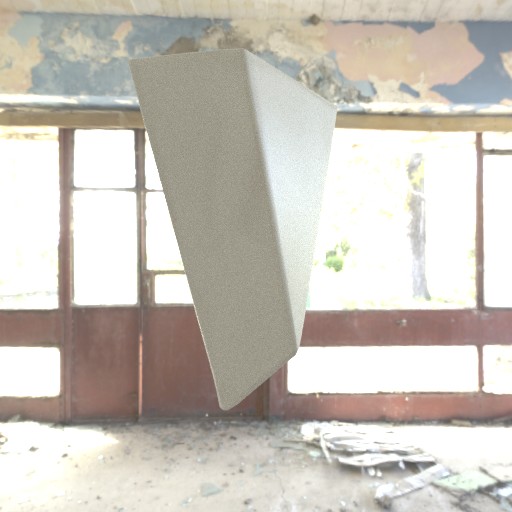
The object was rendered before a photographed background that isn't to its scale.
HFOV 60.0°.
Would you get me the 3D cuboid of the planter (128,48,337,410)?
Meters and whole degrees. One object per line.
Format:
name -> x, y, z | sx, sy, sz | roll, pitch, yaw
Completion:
planter -> 0.000, 0.000, 0.268 | 0.060, 0.197, 0.150 | 0, 1, 35
